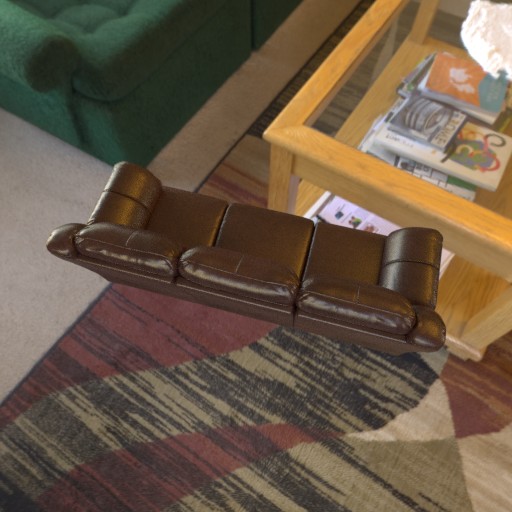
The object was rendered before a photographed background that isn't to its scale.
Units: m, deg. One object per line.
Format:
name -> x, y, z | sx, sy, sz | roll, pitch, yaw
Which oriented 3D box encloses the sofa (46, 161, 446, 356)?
sofa -> 0.000, 0.000, 2.945 | 2.337, 1.043, 0.991 | 13, 62, 7
